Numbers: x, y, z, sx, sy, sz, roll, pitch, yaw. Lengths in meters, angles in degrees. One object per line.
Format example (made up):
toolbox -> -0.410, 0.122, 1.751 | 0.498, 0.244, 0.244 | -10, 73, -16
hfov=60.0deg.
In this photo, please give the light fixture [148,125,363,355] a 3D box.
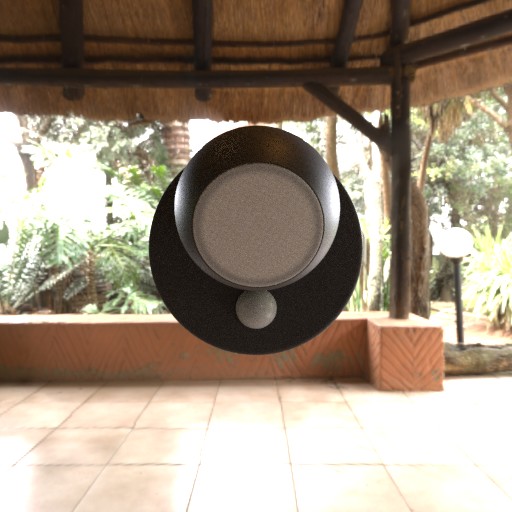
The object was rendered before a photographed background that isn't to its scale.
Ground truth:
light fixture -> 0.000, 0.000, 0.263 | 0.134, 0.143, 0.160 | 0, 1, -1
